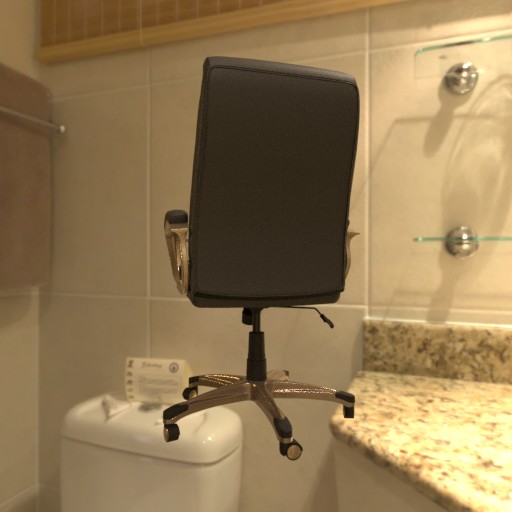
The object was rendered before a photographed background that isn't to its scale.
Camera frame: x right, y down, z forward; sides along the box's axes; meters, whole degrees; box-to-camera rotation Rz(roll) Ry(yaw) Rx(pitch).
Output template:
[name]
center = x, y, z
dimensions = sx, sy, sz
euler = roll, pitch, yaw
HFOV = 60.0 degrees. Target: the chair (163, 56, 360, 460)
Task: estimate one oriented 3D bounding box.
[chair]
center = 0.000, 0.000, 1.640
dimensions = 0.694, 1.188, 0.748
euler = 0, 0, -17
